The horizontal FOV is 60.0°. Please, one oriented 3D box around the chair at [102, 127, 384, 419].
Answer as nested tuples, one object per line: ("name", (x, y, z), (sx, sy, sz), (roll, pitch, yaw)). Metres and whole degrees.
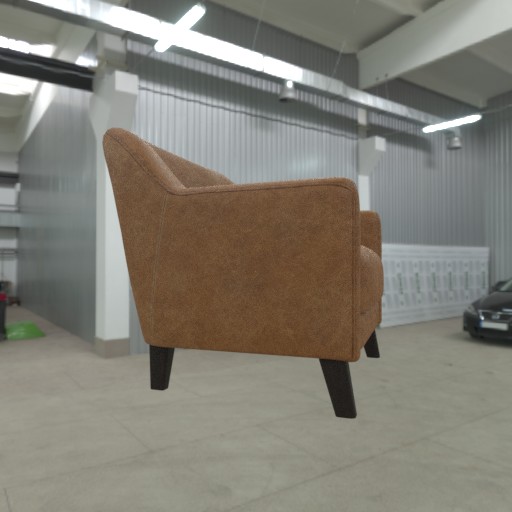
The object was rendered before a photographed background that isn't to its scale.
("chair", (0.000, 0.000, 1.912), (1.034, 0.980, 1.037), (0, -1, 20))
